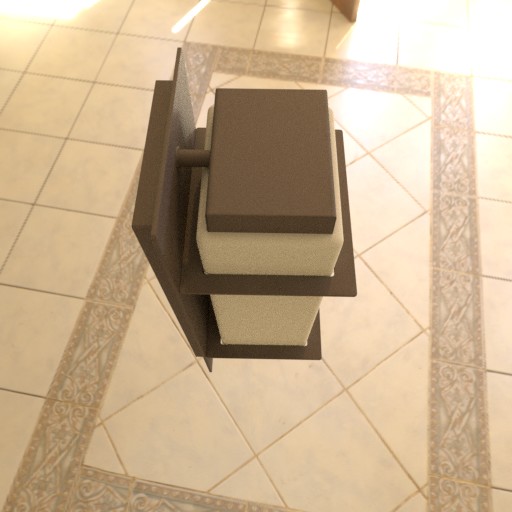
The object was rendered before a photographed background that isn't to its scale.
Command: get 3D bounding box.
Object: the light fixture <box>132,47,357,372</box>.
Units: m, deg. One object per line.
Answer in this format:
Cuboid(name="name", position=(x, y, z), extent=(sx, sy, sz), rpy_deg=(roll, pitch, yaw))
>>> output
Cuboid(name="light fixture", position=(0.000, 0.000, 0.430), extent=(0.146, 0.347, 0.153), rpy_deg=(1, 63, 0))
